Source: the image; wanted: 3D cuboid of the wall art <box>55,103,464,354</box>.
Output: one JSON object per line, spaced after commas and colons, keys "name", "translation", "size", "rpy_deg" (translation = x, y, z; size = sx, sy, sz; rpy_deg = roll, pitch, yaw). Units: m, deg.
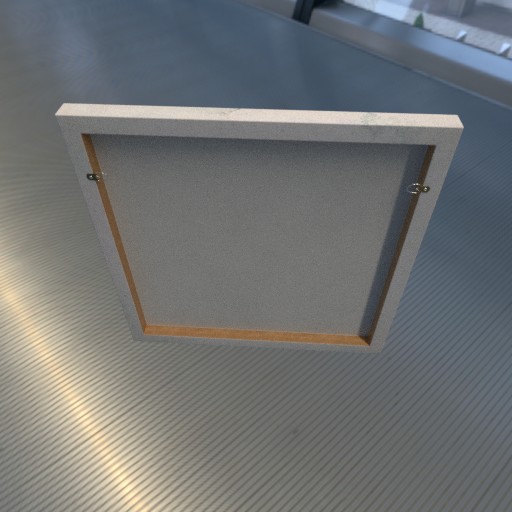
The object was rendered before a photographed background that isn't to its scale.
{"name": "wall art", "translation": [0.000, 0.000, 0.891], "size": [0.612, 0.612, 0.040], "rpy_deg": [3, 46, 2]}
